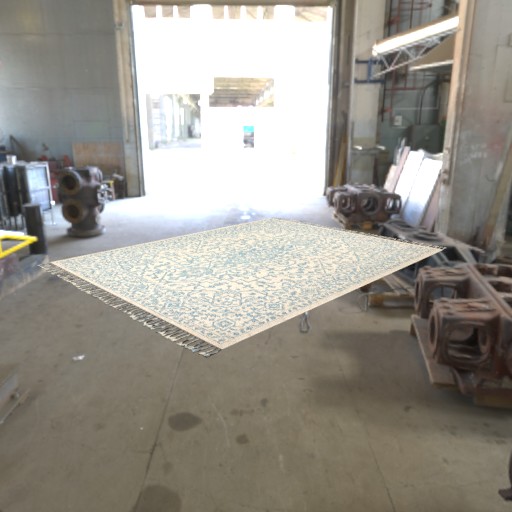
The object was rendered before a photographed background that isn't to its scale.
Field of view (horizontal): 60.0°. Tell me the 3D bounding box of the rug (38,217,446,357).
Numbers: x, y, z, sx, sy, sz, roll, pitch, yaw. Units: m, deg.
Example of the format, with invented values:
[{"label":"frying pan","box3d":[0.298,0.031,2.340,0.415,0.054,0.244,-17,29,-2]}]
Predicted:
[{"label":"rug","box3d":[0.000,0.000,4.382,2.464,0.010,3.327,15,22,42]}]
